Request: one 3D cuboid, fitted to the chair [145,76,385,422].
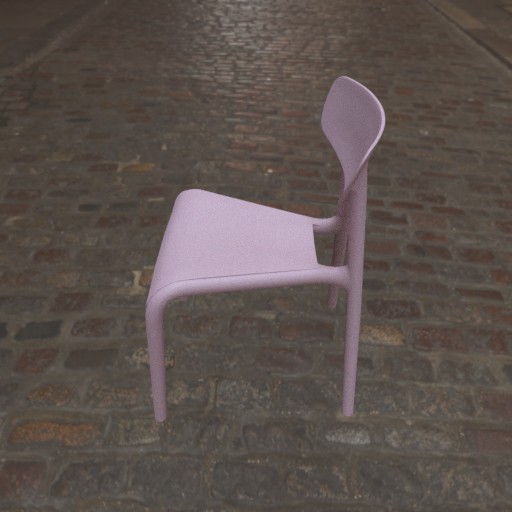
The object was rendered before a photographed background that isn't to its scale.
[{"bbox_3d":[0.000,0.000,0.832,0.401,0.580,0.356,1,40,1],"label":"chair"}]
